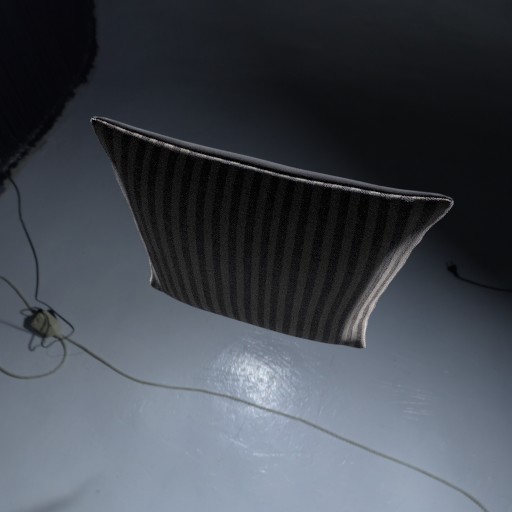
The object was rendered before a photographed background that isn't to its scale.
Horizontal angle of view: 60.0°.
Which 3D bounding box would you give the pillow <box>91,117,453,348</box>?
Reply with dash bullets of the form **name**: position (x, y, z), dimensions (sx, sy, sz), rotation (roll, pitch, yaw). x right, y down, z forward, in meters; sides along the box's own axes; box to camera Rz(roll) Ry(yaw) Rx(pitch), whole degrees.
- **pillow**: position (0.000, 0.000, 0.814), dimensions (0.523, 0.506, 0.166), rotation (15, 59, 9)
